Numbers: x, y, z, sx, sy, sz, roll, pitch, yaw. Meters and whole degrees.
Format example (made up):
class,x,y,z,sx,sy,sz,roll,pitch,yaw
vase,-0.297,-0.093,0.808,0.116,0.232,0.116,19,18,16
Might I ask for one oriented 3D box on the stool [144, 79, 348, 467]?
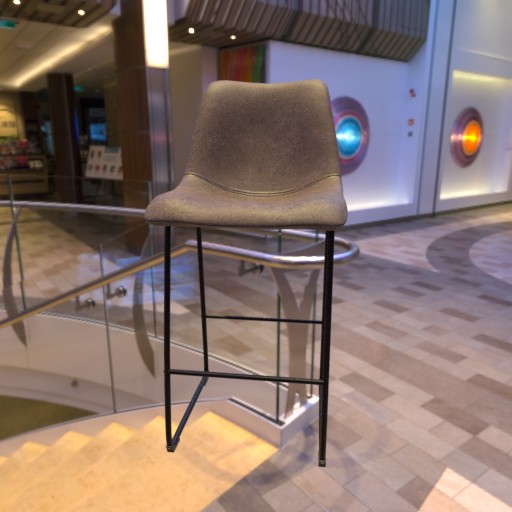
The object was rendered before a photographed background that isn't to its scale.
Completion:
class,x,y,z,sx,sy,sz,roll,pitch,yaw
stool,0.000,0.000,1.367,0.514,1.082,0.561,2,15,8
